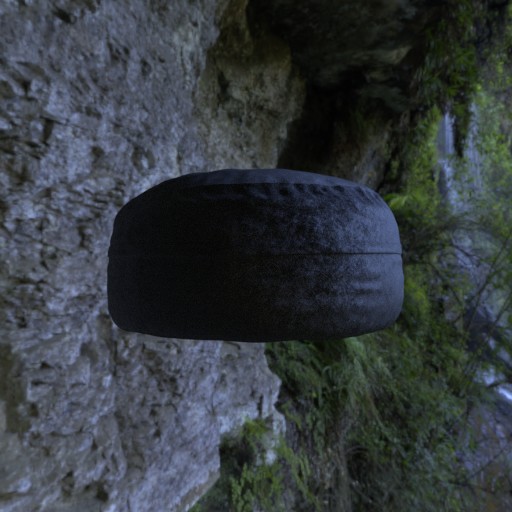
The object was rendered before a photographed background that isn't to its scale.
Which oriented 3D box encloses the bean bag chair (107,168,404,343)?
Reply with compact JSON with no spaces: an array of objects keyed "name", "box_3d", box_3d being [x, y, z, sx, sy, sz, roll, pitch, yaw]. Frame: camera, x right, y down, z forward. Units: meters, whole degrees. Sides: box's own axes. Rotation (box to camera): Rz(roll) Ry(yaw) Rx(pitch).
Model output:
[{"name":"bean bag chair","box_3d":[0.000,0.000,2.410,1.525,0.751,1.525,0,-1,0]}]
